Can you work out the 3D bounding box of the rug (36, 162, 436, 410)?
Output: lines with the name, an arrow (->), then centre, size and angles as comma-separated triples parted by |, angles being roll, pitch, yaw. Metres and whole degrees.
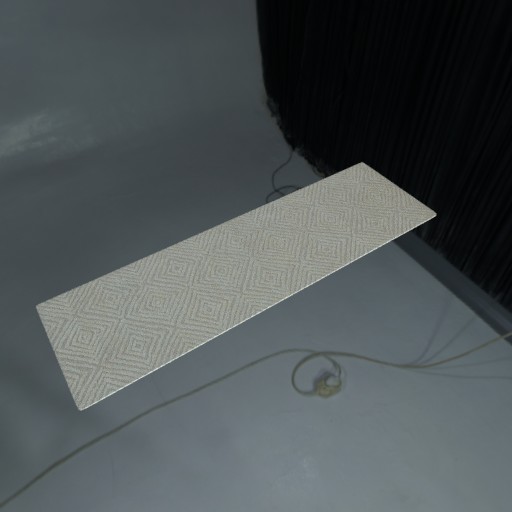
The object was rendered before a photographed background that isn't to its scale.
rug -> 0.000, 0.000, 2.523 | 2.277, 0.008, 0.676 | -26, 52, -23
